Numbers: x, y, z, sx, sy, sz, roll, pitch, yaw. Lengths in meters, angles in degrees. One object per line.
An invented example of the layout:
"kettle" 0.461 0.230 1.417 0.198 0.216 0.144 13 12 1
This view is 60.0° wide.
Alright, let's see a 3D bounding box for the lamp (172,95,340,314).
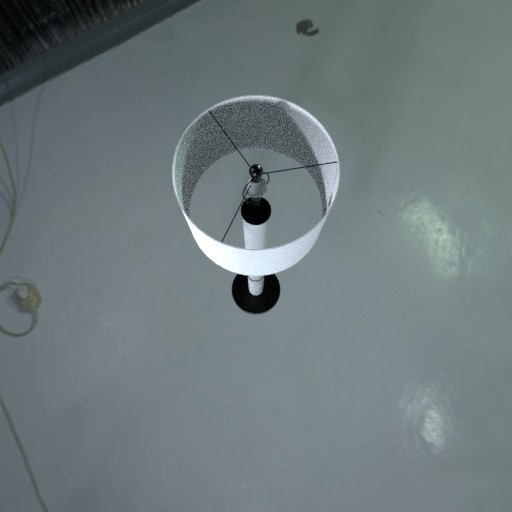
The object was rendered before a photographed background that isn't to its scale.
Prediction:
"lamp" 0.000 0.000 1.755 0.377 1.599 0.377 -35 79 -8
